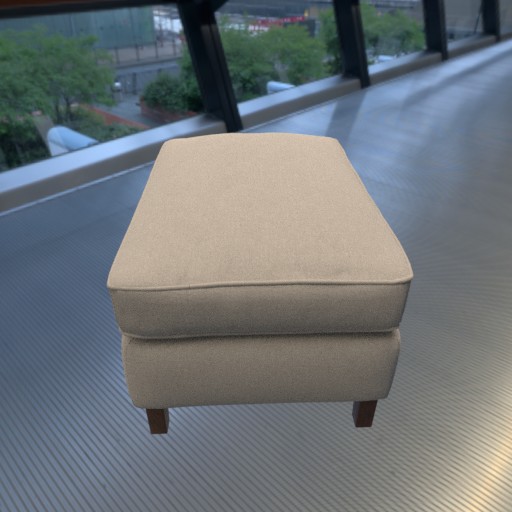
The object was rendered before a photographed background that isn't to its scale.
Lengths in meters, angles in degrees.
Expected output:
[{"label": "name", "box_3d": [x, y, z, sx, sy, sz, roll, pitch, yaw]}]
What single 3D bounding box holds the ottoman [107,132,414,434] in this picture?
[{"label": "ottoman", "box_3d": [0.000, 0.000, 0.998, 0.501, 0.456, 0.665, -1, 33, -2]}]
